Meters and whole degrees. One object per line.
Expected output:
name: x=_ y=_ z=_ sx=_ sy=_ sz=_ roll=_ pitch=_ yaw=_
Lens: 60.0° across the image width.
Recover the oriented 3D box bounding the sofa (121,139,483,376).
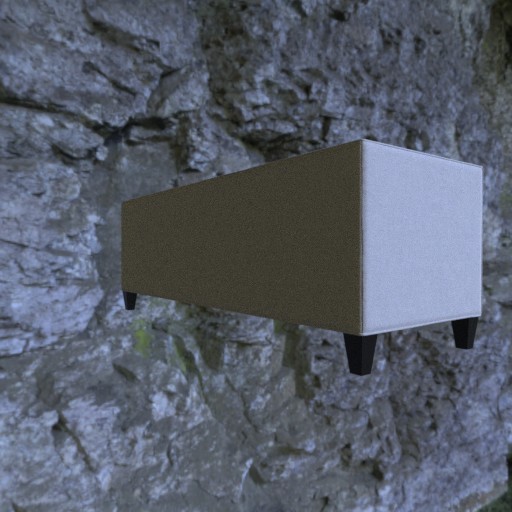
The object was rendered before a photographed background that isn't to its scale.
sofa: x=0.000 y=0.000 z=2.484 sx=0.775 sy=0.762 sz=2.159 roll=0 pitch=0 yaw=-37
